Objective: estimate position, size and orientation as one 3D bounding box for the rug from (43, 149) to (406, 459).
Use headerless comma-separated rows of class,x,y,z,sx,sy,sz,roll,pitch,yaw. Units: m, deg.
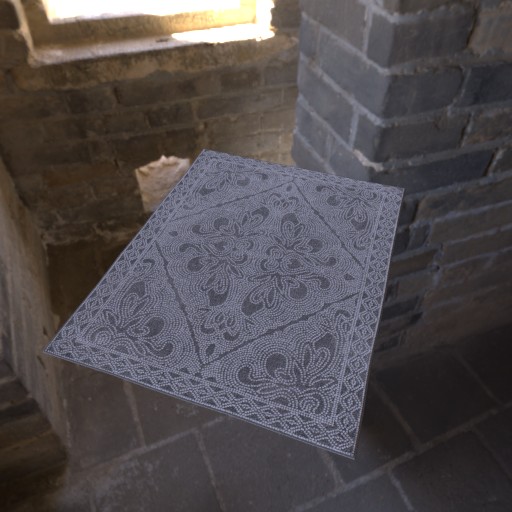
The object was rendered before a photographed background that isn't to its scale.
rug,0.000,0.000,4.124,2.438,0.012,3.048,14,47,14
